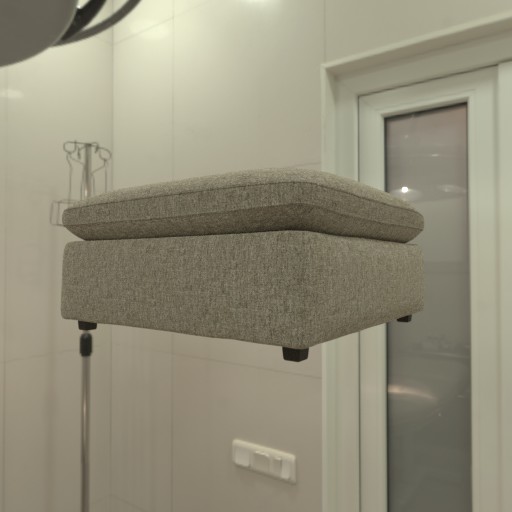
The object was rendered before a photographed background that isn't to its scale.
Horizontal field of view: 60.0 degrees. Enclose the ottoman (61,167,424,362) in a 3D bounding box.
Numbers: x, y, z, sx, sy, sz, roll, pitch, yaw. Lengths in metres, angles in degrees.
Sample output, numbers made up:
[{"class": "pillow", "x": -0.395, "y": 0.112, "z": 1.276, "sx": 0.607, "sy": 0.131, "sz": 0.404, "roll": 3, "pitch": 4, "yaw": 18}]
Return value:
[{"class": "ottoman", "x": 0.000, "y": 0.000, "z": 1.683, "sx": 1.035, "sy": 0.526, "sz": 1.039, "roll": -1, "pitch": -1, "yaw": 35}]
